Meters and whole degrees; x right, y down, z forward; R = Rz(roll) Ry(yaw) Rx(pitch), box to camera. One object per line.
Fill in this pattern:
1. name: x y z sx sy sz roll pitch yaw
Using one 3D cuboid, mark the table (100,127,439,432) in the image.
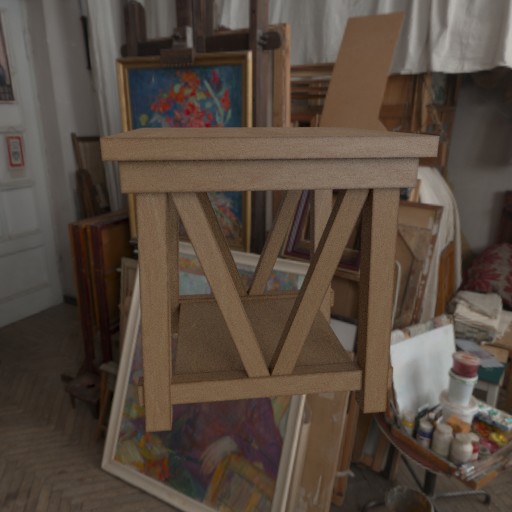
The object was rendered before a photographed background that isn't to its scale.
1. table: 0.000 0.000 1.173 0.612 0.638 0.610 -2 18 -7
